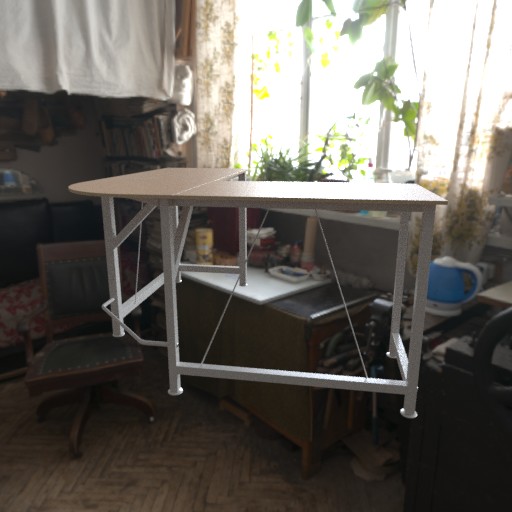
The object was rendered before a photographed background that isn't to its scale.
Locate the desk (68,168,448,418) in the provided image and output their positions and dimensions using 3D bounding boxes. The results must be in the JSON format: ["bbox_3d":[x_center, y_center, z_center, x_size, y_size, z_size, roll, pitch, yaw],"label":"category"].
[{"bbox_3d":[0.000,0.000,2.196,1.400,0.762,1.400,2,15,9],"label":"desk"}]
